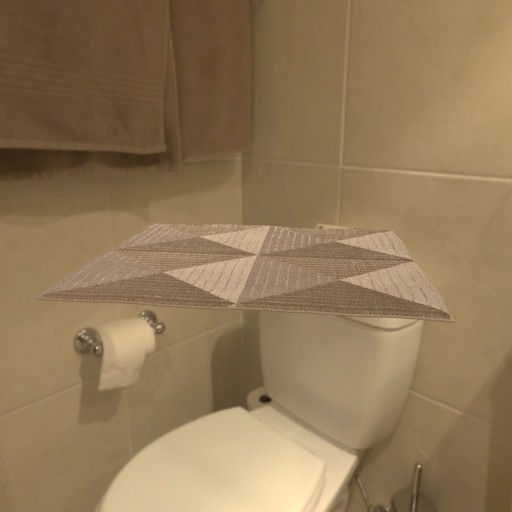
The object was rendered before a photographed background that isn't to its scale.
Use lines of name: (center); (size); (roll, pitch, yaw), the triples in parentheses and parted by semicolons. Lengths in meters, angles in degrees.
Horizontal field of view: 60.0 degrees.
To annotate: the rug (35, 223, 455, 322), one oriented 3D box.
rug: (0.000, 0.000, 0.917); (0.642, 0.008, 0.551); (2, 17, 7)
